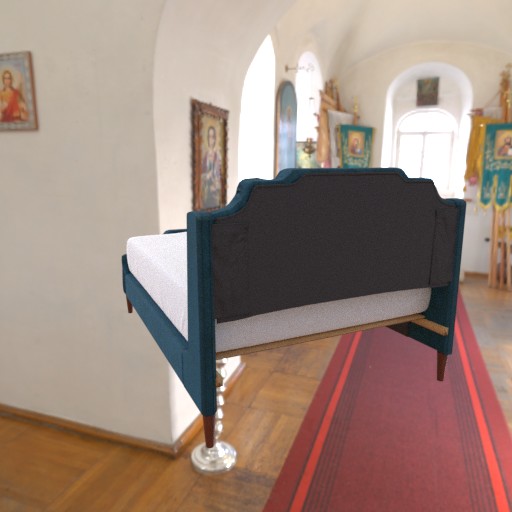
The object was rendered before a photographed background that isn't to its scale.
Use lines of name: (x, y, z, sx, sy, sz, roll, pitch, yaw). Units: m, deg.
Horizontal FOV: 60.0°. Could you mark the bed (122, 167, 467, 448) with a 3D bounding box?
bed: (0.000, 0.000, 3.377, 1.676, 1.351, 2.322, -6, 13, -25)
